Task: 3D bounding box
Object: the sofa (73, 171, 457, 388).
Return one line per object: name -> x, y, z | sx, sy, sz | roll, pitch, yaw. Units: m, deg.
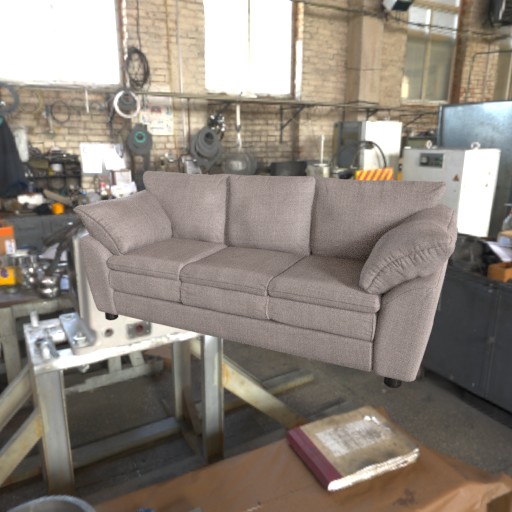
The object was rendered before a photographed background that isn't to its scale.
sofa -> 0.000, 0.000, 2.844 | 2.334, 0.996, 0.878 | 7, 16, 26
